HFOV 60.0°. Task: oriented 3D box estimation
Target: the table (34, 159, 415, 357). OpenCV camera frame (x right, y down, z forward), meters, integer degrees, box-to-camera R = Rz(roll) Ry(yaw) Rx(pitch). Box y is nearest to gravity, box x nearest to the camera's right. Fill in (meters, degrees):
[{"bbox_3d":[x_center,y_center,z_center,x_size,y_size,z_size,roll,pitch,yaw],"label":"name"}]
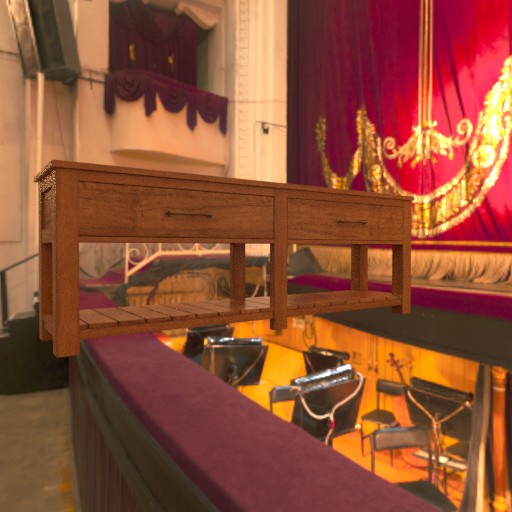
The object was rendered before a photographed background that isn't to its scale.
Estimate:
[{"bbox_3d":[0.000,0.000,2.072,1.815,0.635,0.425,-1,1,-34],"label":"table"}]
